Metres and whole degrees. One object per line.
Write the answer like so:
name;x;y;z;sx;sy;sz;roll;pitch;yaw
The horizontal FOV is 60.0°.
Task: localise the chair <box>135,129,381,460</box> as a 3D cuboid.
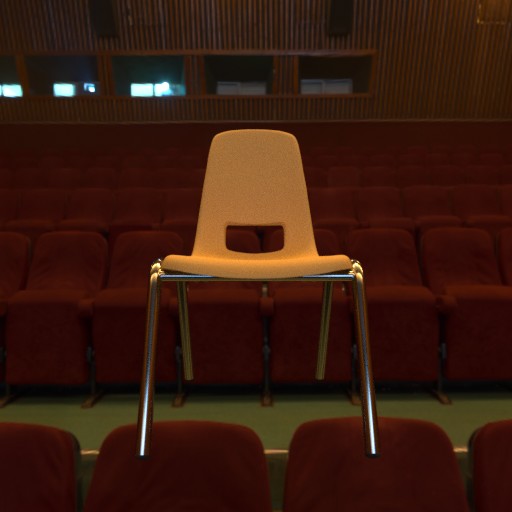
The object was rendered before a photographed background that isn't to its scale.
chair;0.000;0.000;0.839;0.354;0.586;0.423;0;0;-1
